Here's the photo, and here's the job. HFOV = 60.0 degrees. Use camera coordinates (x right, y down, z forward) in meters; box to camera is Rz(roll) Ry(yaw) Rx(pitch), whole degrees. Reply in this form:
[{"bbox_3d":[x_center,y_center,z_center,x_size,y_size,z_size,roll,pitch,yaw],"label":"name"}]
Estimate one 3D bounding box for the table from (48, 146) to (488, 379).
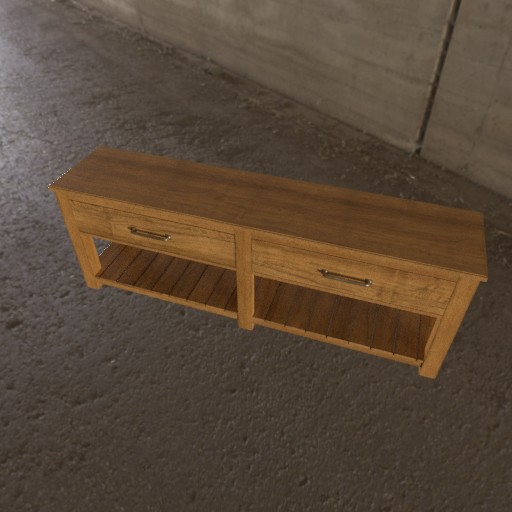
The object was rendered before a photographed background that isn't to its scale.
[{"bbox_3d":[0.000,0.000,2.087,1.815,0.635,0.425,13,43,14],"label":"table"}]
